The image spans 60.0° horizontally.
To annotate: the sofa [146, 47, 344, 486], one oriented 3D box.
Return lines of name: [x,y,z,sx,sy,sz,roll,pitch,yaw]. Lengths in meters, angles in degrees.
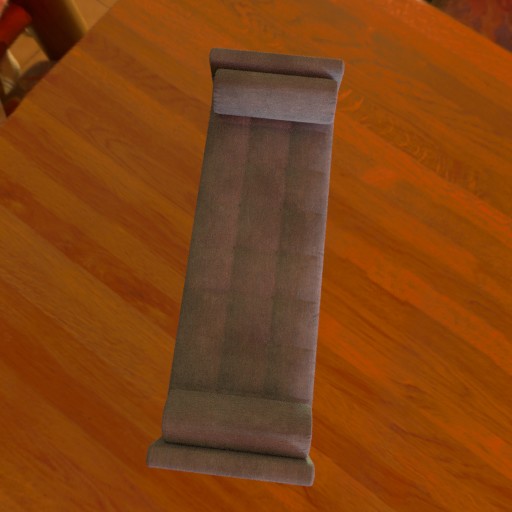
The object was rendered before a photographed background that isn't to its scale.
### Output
sofa: [0.000,0.000,2.295,0.686,0.635,1.981,6,76,1]
